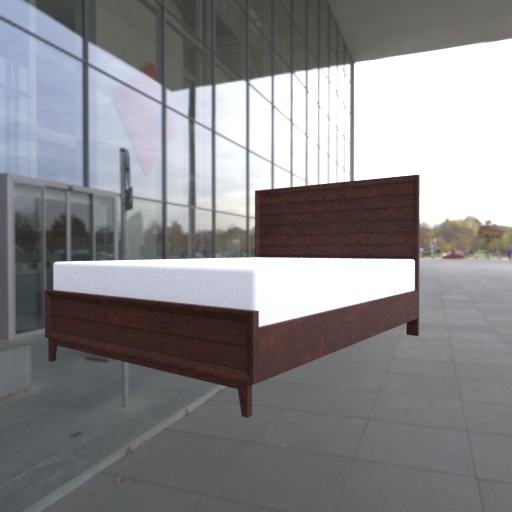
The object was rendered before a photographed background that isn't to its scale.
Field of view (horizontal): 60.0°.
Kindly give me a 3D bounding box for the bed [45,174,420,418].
[{"bbox_3d":[0.000,0.000,3.110,1.600,1.270,2.184,1,1,37],"label":"bed"}]
